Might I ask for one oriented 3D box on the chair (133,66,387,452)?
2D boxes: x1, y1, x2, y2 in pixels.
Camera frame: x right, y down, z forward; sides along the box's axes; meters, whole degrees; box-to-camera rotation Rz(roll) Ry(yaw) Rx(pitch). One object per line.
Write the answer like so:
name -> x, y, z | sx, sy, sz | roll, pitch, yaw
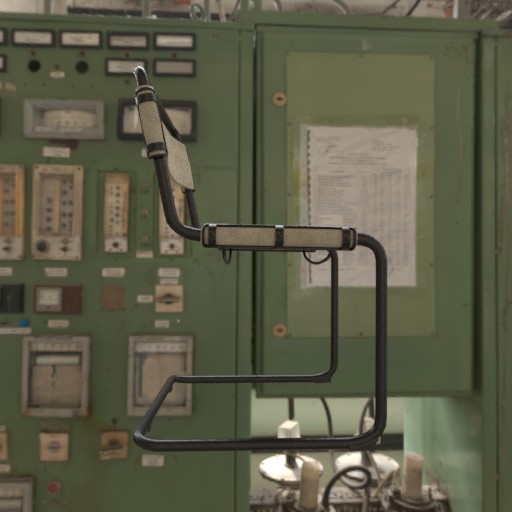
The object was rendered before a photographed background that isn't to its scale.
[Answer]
chair -> 0.000, 0.000, 1.077 | 0.497, 0.747, 0.499 | 0, 0, -1
